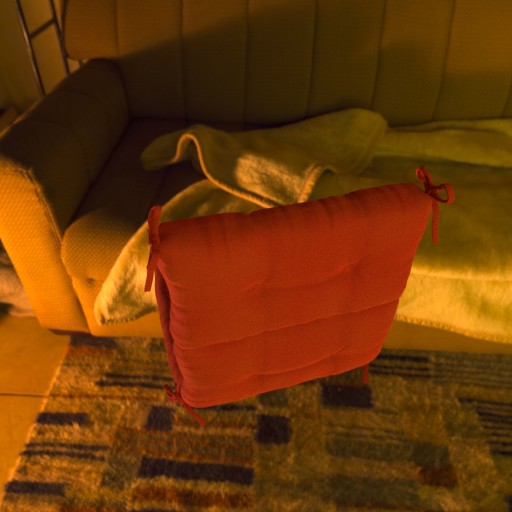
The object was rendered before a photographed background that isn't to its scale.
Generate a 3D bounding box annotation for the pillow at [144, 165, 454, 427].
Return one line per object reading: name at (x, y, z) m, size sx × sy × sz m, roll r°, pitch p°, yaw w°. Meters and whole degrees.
pillow at (0.000, 0.000, 1.017) m, size 0.519 × 0.605 × 0.571 m, roll -11°, pitch 41°, yaw -13°
